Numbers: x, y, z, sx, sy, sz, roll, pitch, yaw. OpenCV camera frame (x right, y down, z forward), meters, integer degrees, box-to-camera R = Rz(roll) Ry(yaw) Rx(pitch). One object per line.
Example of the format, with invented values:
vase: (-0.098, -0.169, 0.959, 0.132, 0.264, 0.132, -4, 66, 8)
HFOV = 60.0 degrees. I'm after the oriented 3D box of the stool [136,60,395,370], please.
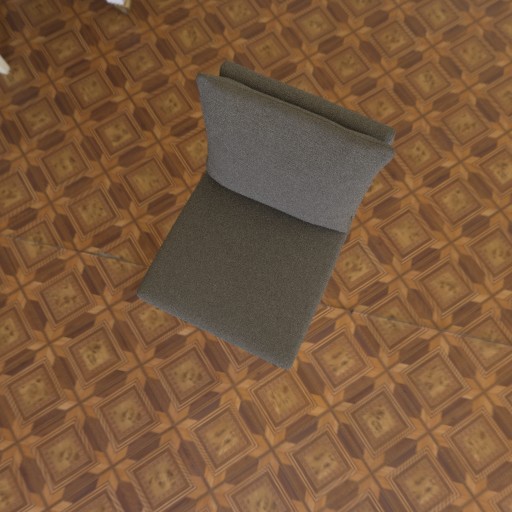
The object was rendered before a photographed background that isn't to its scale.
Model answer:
stool: (0.000, 0.000, 1.410, 0.463, 1.132, 0.569, 25, 77, 6)
